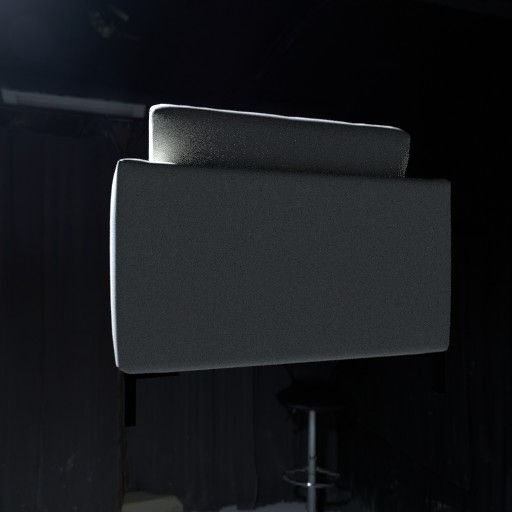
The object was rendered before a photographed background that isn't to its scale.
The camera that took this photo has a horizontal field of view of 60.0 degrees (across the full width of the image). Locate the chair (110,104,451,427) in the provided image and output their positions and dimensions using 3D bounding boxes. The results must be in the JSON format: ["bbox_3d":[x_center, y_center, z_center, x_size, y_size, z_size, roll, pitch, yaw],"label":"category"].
[{"bbox_3d":[0.000,0.000,1.563,0.964,0.806,0.875,0,0,-17],"label":"chair"}]
